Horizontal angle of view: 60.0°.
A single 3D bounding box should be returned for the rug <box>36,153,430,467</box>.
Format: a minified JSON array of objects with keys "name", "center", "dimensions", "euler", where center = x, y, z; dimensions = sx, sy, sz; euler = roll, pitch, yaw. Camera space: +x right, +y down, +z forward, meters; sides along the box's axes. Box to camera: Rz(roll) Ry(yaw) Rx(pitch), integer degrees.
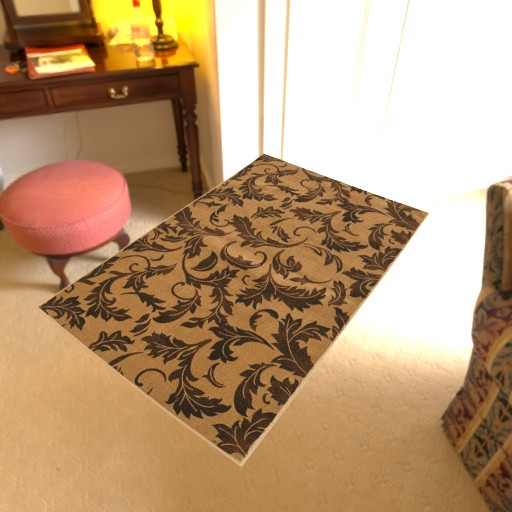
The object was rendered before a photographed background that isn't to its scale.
[{"name":"rug","center":[0.000,0.000,2.913],"dimensions":[1.522,0.008,2.284],"euler":[26,48,26]}]
